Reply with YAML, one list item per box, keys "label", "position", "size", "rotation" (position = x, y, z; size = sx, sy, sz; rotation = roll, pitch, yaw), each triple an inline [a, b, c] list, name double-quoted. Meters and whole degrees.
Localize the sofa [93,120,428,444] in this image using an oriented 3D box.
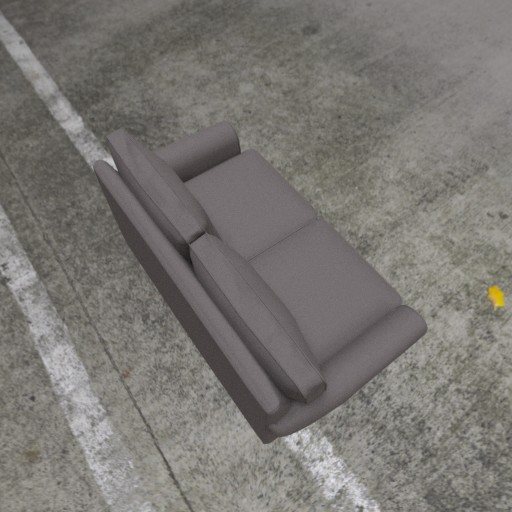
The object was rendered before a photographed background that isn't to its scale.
- label: "sofa"
  position: [0.000, 0.000, 2.300]
  size: [0.964, 0.937, 1.665]
  rotation: [-32, 64, -18]
